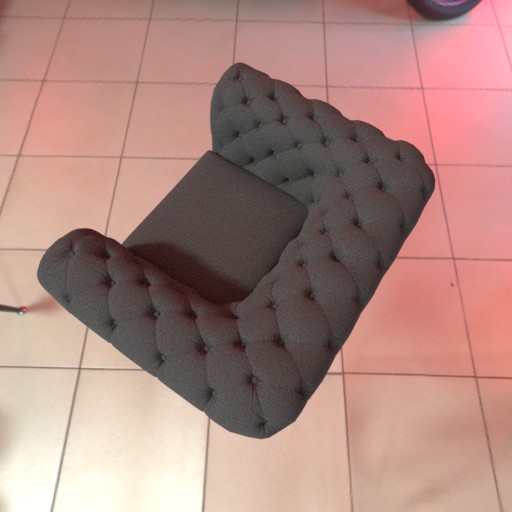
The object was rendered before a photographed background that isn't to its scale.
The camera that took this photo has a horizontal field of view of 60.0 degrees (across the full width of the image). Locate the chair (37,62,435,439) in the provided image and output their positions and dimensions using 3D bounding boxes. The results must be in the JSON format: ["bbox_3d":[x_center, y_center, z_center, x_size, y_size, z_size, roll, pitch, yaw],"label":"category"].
[{"bbox_3d":[0.000,0.000,1.863,0.976,0.770,1.270,31,68,14],"label":"chair"}]
